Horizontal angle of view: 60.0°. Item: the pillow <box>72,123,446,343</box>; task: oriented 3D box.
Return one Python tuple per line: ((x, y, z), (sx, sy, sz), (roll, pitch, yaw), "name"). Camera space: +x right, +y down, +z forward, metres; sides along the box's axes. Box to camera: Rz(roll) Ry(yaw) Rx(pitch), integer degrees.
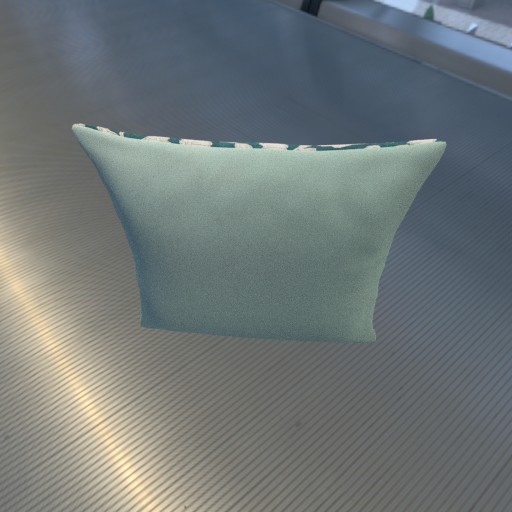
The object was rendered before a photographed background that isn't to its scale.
((0.000, 0.000, 0.802), (0.525, 0.508, 0.166), (3, 47, 3), "pillow")
